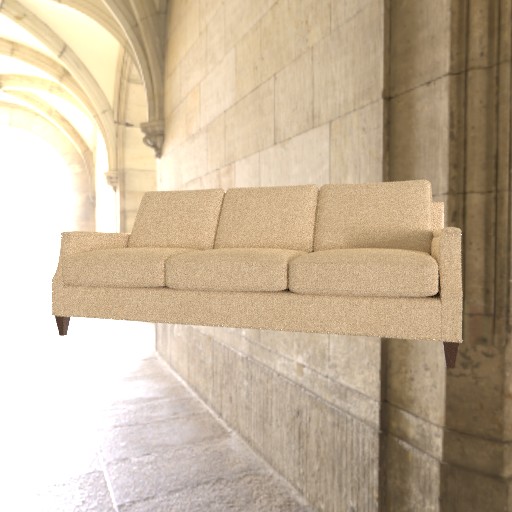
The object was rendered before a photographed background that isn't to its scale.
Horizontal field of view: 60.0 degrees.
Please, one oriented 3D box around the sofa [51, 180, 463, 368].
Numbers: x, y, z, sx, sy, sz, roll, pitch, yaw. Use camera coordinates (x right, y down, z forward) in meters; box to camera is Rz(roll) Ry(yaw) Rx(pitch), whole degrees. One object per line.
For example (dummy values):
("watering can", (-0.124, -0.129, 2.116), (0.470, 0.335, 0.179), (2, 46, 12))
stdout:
("sofa", (0.000, 0.000, 2.719), (2.210, 0.940, 1.041), (1, 2, 18))
